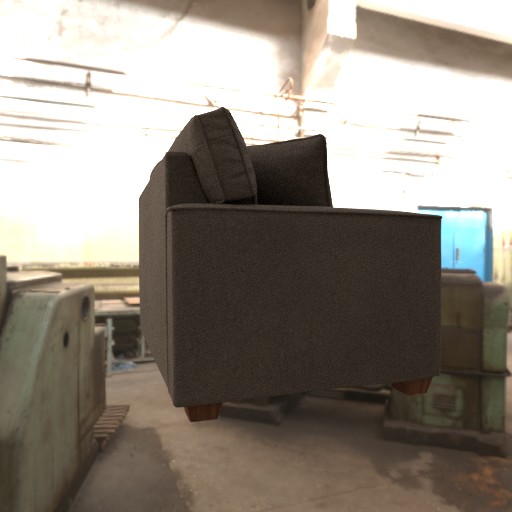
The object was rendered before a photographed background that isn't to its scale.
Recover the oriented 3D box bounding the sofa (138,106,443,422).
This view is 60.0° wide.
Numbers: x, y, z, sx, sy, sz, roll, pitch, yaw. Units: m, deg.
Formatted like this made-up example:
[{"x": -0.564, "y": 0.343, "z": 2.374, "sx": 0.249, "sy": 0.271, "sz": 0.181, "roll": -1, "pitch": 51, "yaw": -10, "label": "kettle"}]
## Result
[{"x": 0.000, "y": 0.000, "z": 2.081, "sx": 0.991, "sy": 0.989, "sz": 1.388, "roll": 0, "pitch": 0, "yaw": -19, "label": "sofa"}]
